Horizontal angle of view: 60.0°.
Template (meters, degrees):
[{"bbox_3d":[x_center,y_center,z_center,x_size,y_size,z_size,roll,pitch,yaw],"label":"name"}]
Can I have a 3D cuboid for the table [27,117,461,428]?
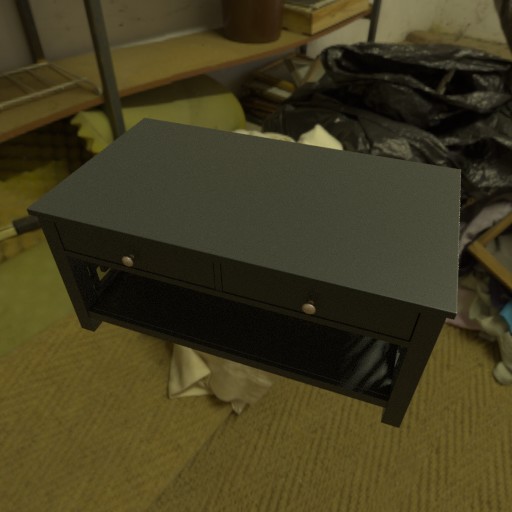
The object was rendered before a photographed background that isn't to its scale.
[{"bbox_3d":[0.000,0.000,1.393,1.068,0.493,0.612,13,43,15],"label":"table"}]
